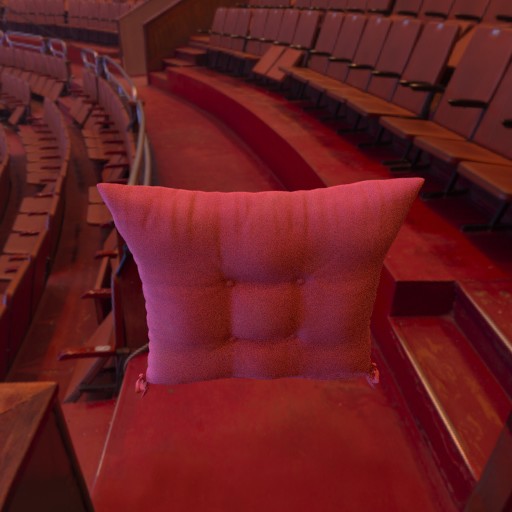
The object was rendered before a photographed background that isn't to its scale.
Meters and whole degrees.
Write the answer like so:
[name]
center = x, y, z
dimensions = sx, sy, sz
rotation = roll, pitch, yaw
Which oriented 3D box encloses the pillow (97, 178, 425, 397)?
[pillow]
center = 0.000, 0.000, 1.017
dimensions = 0.541, 0.536, 0.585
rotation = -2, 29, -3
